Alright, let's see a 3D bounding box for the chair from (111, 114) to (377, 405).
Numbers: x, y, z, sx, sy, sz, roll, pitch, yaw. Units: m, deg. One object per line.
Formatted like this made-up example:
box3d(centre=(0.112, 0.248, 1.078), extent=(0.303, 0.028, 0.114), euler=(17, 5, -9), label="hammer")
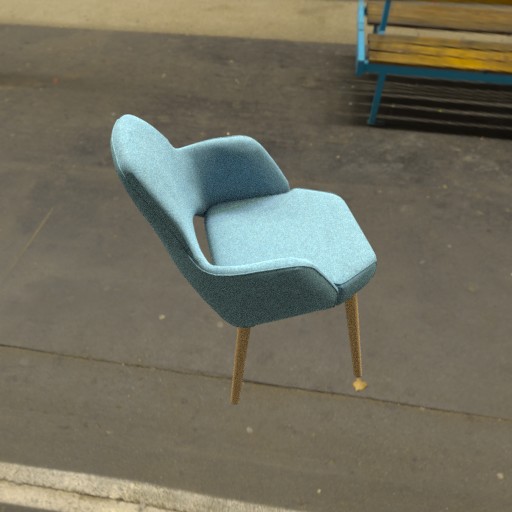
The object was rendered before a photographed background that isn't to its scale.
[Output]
box3d(centre=(0.000, 0.000, 1.351), extent=(0.666, 0.920, 0.589), euler=(-9, 47, -9), label="chair")
